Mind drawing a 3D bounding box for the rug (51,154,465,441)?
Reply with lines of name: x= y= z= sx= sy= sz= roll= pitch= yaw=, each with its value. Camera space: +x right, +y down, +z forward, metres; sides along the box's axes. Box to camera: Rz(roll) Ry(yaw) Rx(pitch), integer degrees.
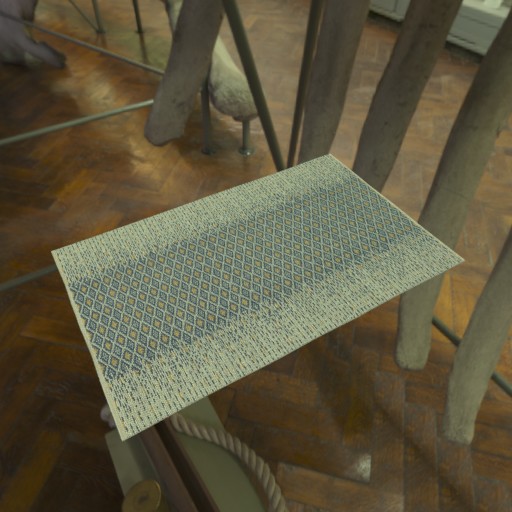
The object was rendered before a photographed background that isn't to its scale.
rug: x=0.000 y=0.000 z=3.091 sx=2.448 sy=0.008 sz=1.541 roll=-23 pitch=50 yaw=-21
